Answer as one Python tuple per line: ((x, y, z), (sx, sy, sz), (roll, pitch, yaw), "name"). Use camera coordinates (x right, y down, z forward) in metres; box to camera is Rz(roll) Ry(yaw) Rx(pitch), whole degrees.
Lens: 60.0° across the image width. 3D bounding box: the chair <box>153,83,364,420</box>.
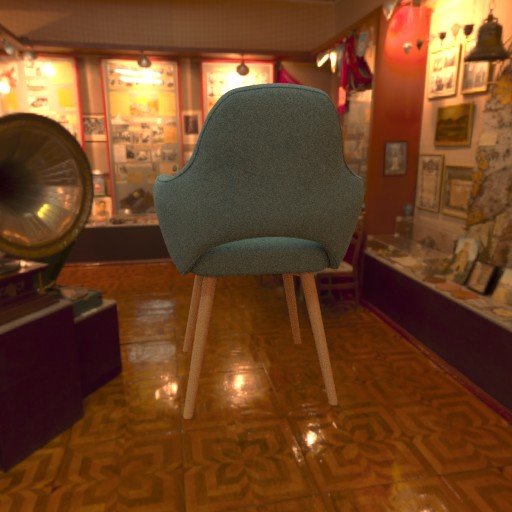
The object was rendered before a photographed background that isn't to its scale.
((0.000, 0.000, 1.365), (0.589, 0.920, 0.666), (-2, 14, -9), "chair")
